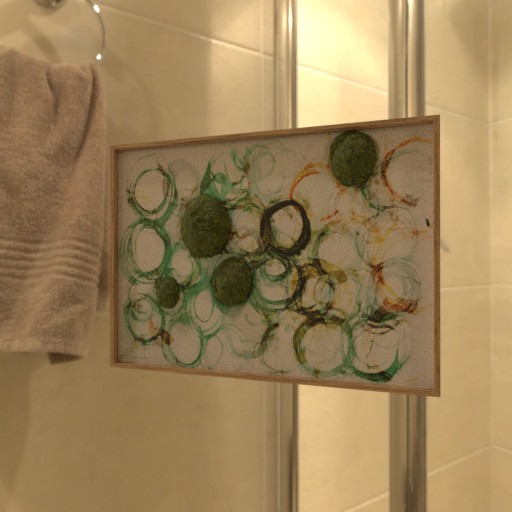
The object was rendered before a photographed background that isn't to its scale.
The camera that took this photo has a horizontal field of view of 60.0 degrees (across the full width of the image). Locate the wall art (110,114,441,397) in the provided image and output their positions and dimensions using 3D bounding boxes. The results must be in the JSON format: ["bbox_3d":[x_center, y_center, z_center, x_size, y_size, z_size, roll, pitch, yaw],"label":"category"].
[{"bbox_3d":[0.000,0.000,1.095,0.841,0.609,0.063,0,0,18],"label":"wall art"}]
